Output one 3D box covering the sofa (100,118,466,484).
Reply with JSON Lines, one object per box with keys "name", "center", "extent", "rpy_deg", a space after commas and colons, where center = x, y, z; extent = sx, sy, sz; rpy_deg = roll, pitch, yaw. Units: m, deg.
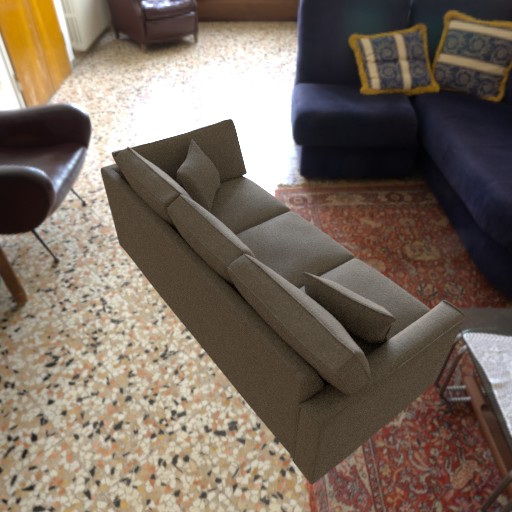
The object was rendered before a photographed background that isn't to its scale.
{"name": "sofa", "center": [0.000, 0.000, 2.827], "extent": [1.061, 0.962, 2.317], "rpy_deg": [-26, 47, -27]}
